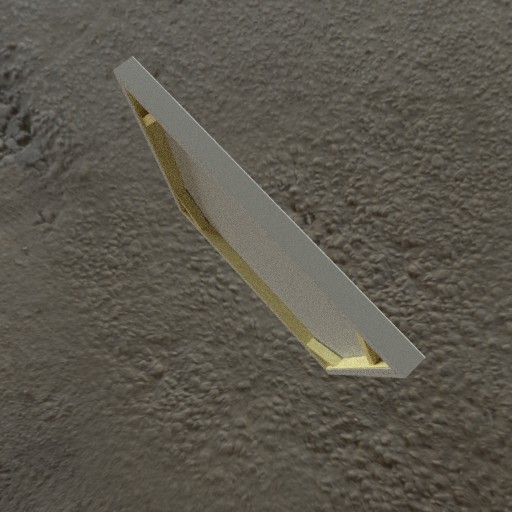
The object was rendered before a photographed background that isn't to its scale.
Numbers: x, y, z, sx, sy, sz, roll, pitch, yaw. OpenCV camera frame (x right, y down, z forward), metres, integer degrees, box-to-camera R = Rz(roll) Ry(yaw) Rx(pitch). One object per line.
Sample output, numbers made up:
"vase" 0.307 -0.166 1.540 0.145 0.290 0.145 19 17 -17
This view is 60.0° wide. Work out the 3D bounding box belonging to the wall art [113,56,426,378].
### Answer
"wall art" 0.000 0.000 0.918 0.038 0.610 0.610 -41 79 -10
